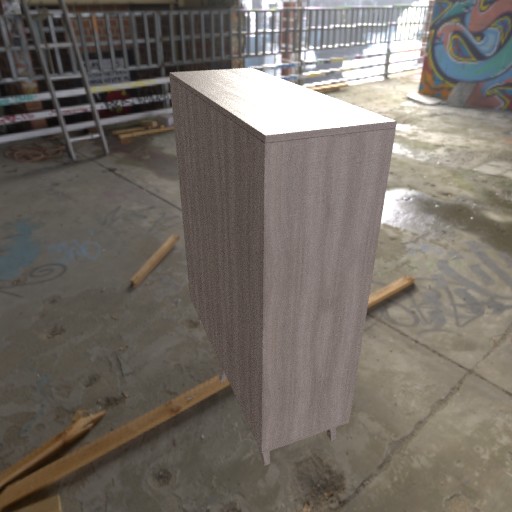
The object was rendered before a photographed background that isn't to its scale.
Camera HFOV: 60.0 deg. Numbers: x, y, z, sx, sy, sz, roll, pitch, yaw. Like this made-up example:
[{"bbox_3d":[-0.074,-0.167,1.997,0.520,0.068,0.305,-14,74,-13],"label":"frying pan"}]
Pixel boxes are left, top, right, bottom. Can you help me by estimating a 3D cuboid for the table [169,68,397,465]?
[{"bbox_3d":[0.000,0.000,1.959,0.398,1.388,1.111,-11,32,-19],"label":"table"}]
